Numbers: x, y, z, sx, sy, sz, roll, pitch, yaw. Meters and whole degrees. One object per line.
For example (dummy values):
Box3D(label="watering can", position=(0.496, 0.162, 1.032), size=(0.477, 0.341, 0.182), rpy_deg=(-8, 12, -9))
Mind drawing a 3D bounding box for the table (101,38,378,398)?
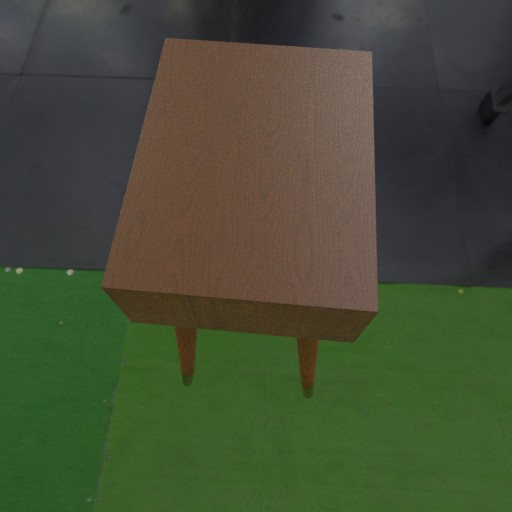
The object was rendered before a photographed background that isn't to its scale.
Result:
Box3D(label="table", position=(0.000, 0.000, 0.818), size=(0.300, 0.599, 0.406), rpy_deg=(5, 65, 2))
